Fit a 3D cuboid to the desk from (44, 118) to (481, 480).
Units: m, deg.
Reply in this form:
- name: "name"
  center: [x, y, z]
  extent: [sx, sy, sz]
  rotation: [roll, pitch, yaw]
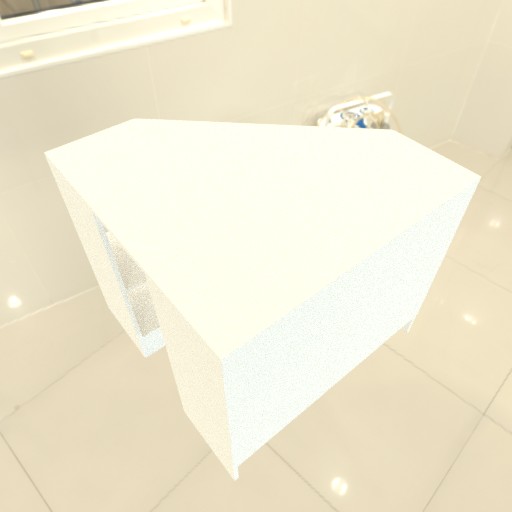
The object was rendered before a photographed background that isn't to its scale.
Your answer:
- name: "desk"
  center: [0.000, 0.000, 1.634]
  extent: [0.940, 0.818, 0.926]
  rotation: [-31, 55, -25]
